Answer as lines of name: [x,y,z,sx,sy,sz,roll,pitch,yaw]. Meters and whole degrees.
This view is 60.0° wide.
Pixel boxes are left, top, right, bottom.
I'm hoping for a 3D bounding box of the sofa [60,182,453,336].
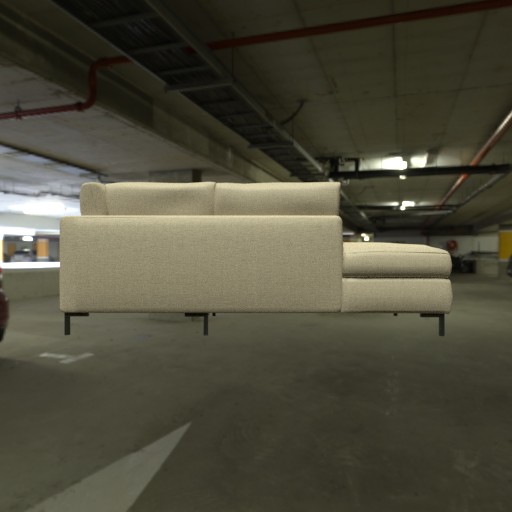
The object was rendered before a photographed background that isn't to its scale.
sofa: [0.000,0.000,3.436,1.879,0.756,2.737,0,0,0]
